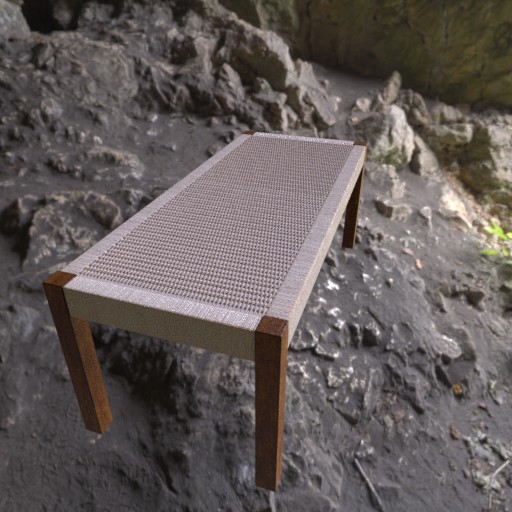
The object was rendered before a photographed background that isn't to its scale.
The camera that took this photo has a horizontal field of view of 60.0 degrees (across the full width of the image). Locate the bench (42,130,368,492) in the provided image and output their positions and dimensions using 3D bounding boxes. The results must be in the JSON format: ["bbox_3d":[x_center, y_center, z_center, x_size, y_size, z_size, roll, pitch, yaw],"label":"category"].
[{"bbox_3d":[0.000,0.000,1.431,0.507,0.457,1.198,10,32,16],"label":"bench"}]
